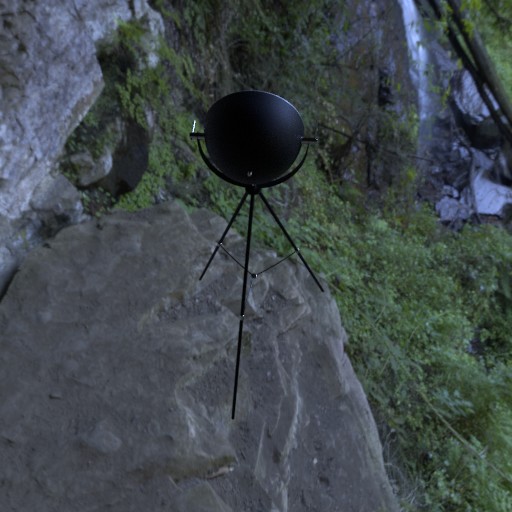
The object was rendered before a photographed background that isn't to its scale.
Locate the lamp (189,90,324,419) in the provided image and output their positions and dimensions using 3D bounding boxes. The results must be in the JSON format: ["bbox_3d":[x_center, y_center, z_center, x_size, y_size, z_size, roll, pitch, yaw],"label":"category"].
[{"bbox_3d":[0.000,0.000,2.032,0.817,1.512,0.920,3,47,3],"label":"lamp"}]
